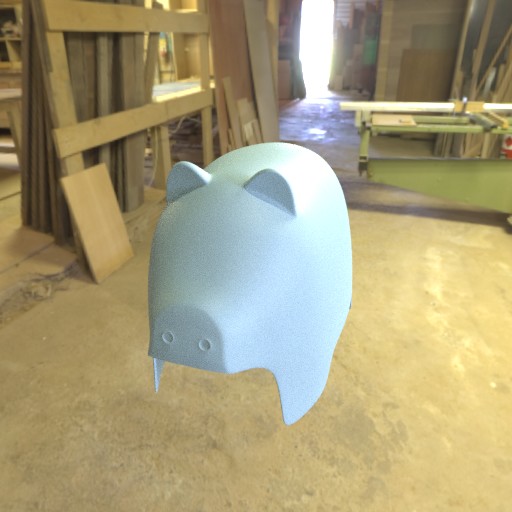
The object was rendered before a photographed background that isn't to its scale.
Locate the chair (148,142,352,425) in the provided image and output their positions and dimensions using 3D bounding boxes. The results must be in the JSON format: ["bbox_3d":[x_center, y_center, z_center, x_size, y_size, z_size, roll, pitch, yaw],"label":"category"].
[{"bbox_3d":[0.000,0.000,0.868,0.364,0.423,0.619,8,26,16],"label":"chair"}]
